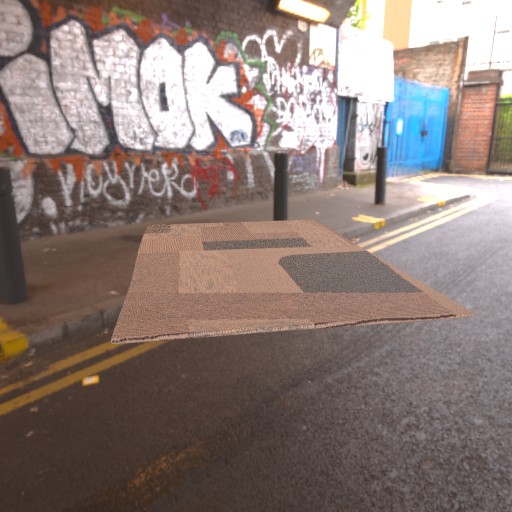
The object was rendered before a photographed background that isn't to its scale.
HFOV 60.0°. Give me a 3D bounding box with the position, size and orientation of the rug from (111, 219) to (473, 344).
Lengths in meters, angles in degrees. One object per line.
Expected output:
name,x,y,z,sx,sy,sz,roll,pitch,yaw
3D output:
rug,0.000,0.000,2.337,1.238,0.020,1.847,-3,15,-10
